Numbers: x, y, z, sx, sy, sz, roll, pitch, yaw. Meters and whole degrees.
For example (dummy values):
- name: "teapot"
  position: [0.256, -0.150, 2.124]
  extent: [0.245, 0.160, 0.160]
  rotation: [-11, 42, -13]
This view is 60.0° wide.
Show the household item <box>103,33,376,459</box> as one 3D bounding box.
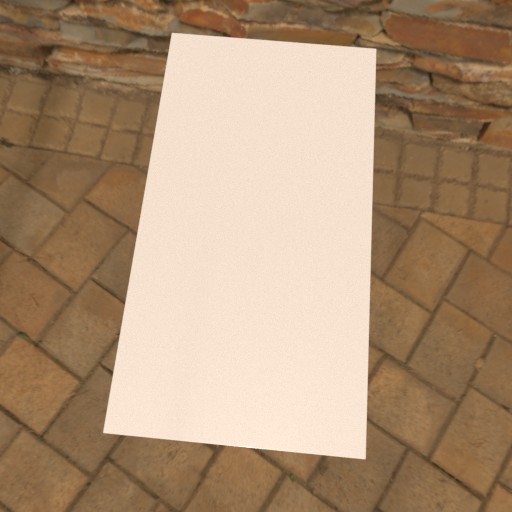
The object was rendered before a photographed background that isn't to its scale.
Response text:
- name: "household item"
  position: [0.000, 0.000, 1.507]
  extent: [0.597, 0.749, 1.100]
  rotation: [5, 75, 1]
